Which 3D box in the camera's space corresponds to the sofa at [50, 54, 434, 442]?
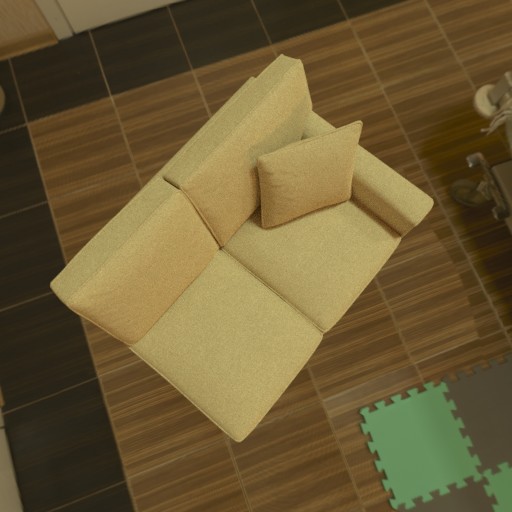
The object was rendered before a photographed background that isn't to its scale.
[{"bbox_3d":[0.000,0.000,2.091,0.991,0.989,1.388,40,80,9],"label":"sofa"}]
